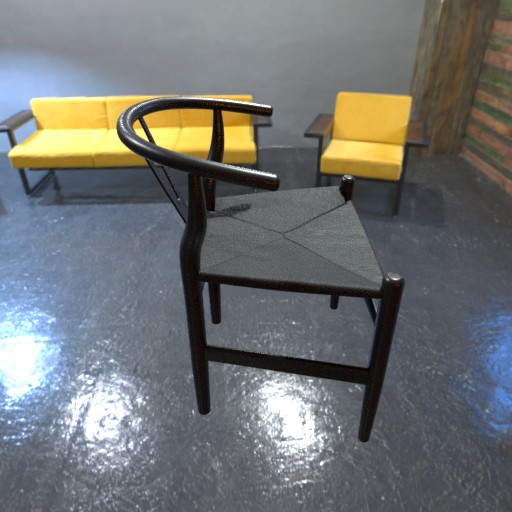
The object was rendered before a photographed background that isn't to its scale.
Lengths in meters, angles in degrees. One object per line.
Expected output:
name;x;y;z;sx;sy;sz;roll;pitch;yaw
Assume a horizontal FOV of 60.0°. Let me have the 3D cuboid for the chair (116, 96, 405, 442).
chair;0.000;0.000;1.136;0.579;0.730;0.569;0;31;0
